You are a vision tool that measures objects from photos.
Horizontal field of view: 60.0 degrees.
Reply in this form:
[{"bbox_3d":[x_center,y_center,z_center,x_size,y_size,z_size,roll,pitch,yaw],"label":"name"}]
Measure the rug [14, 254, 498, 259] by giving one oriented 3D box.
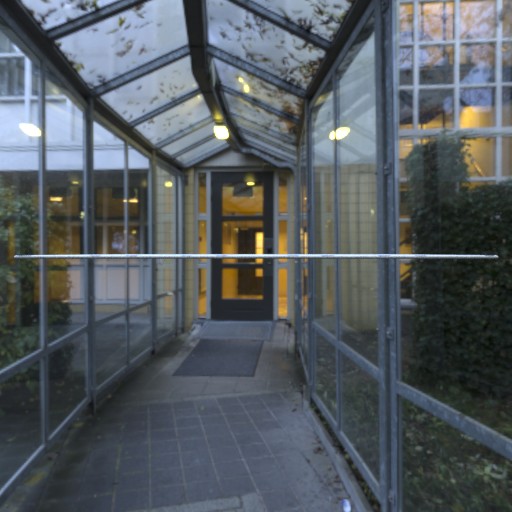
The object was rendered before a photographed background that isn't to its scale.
[{"bbox_3d":[0.000,0.000,2.913,2.365,0.017,1.521,0,0,0],"label":"rug"}]
